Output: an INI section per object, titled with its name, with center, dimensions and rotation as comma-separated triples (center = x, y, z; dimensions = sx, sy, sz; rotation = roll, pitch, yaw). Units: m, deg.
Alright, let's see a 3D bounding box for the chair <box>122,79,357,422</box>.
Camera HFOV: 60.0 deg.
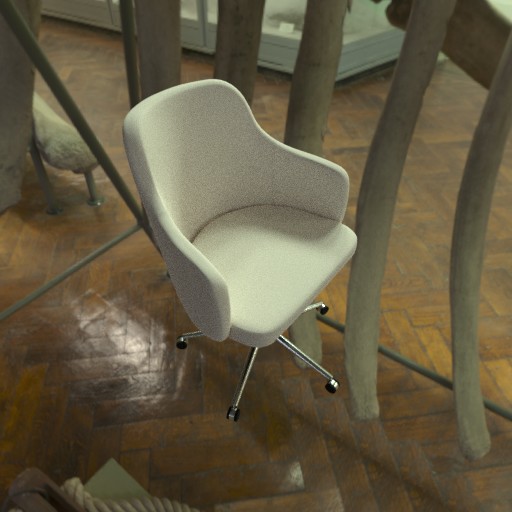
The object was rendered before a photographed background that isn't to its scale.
[chair]
center = 0.000, 0.000, 1.289
dimensions = 0.647, 0.819, 0.602
rotation = 27, 48, 27
